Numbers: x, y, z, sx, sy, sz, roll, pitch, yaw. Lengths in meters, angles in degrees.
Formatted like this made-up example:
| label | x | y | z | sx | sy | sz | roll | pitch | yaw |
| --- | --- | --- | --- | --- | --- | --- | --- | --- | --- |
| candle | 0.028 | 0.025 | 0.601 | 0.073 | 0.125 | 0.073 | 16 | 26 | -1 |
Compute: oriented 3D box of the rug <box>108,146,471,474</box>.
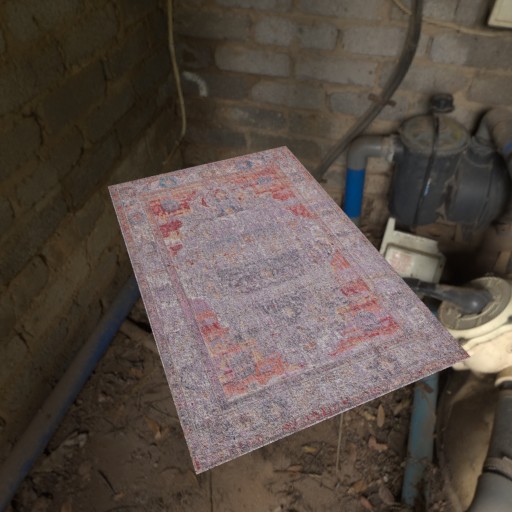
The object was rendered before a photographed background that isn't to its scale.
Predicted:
| label | x | y | z | sx | sy | sz | roll | pitch | yaw |
| --- | --- | --- | --- | --- | --- | --- | --- | --- | --- |
| rug | 0.000 | 0.000 | 2.314 | 1.219 | 0.005 | 1.829 | -17 | 47 | -16 |
